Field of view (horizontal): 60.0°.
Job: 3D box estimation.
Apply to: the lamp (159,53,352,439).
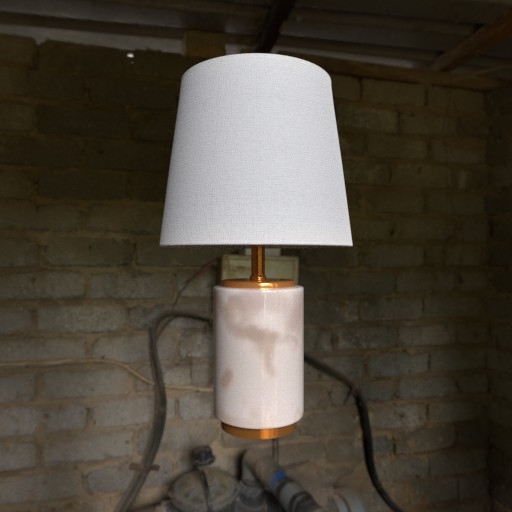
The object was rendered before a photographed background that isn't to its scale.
[{"bbox_3d":[0.000,0.000,0.445,0.189,0.340,0.189,0,0,0],"label":"lamp"}]
